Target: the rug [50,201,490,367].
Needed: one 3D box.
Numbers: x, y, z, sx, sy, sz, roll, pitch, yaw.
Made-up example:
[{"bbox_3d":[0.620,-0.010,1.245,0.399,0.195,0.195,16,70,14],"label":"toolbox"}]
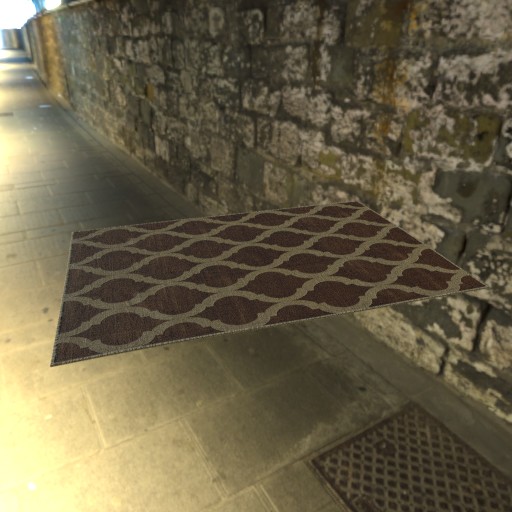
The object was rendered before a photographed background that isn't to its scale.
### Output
[{"bbox_3d":[0.000,0.000,2.821,2.284,0.008,1.522,-8,27,-15],"label":"rug"}]
